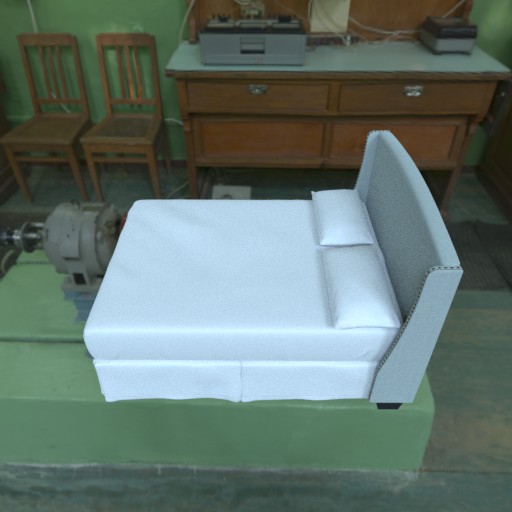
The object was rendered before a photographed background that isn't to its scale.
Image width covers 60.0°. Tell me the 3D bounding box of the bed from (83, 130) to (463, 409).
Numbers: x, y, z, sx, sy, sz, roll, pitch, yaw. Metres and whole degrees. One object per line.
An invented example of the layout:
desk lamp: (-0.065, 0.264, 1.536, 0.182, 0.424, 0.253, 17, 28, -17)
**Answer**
bed: (0.000, 0.000, 3.349, 2.237, 1.407, 1.710, 0, 40, 0)
